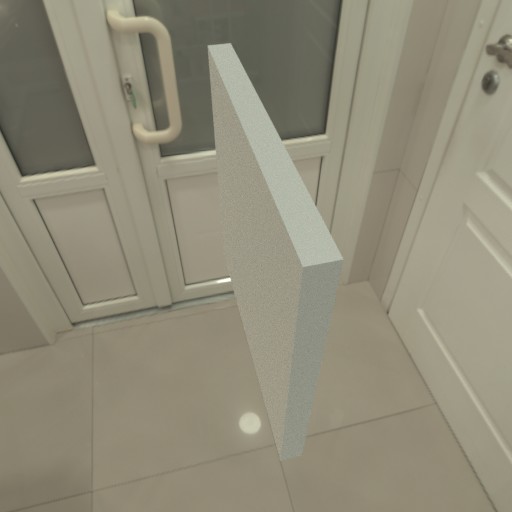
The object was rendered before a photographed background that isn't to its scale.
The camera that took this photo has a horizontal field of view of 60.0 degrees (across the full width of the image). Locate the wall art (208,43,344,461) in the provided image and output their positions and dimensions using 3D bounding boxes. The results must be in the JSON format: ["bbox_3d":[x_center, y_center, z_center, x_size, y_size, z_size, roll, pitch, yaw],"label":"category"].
[{"bbox_3d":[0.000,0.000,0.529,0.027,0.355,0.355,-10,48,-10],"label":"wall art"}]
